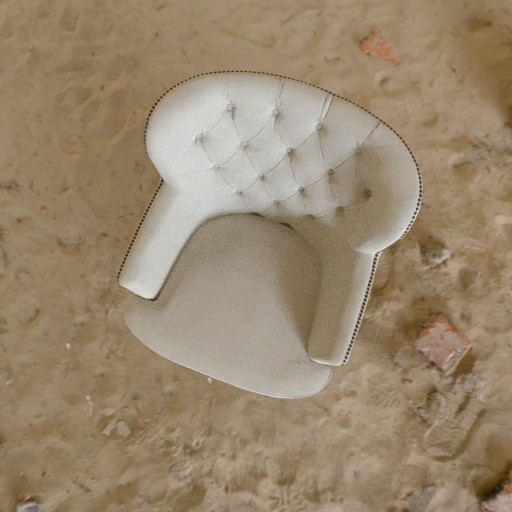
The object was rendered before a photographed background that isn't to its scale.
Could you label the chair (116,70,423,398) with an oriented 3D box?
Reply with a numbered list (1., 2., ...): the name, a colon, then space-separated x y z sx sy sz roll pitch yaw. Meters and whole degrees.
1. chair: 0.000 0.000 1.612 0.848 0.868 0.906 20 76 5
